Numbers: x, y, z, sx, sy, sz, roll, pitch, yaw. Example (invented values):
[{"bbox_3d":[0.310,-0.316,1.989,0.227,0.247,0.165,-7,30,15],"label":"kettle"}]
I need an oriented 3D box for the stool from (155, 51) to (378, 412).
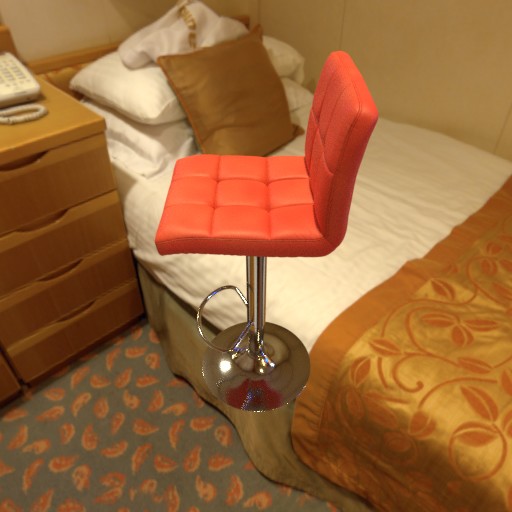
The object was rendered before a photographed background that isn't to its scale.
[{"bbox_3d":[0.000,0.000,1.384,0.505,1.115,0.430,0,41,0],"label":"stool"}]
